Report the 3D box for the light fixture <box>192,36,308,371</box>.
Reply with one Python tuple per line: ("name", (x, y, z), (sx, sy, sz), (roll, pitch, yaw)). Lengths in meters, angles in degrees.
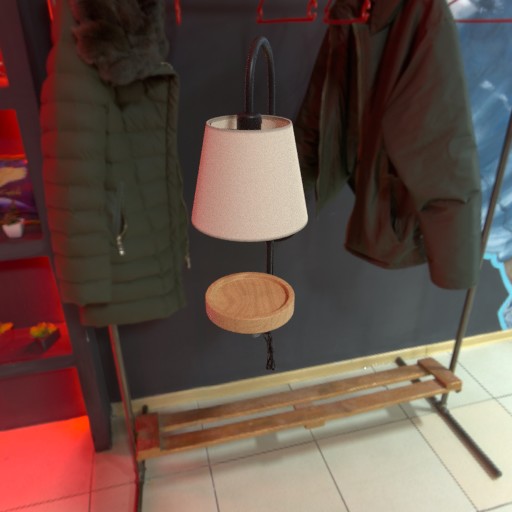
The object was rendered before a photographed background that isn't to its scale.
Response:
("light fixture", (0.000, 0.000, 0.924), (0.220, 0.821, 0.299), (8, 28, 16))
